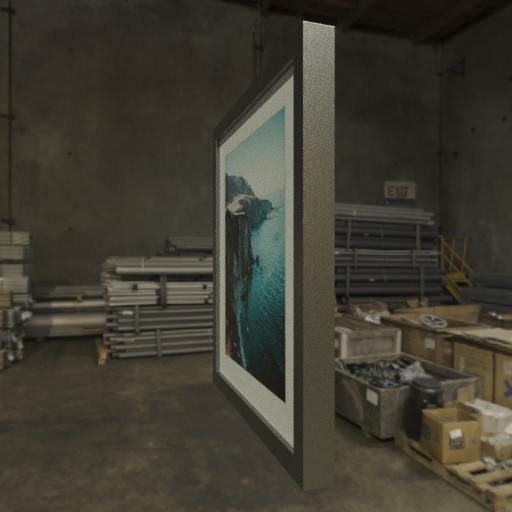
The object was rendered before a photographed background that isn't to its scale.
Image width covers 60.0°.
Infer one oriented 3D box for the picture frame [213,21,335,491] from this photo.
[{"bbox_3d":[0.000,0.000,1.320,0.073,0.968,0.839,0,0,-18],"label":"picture frame"}]
